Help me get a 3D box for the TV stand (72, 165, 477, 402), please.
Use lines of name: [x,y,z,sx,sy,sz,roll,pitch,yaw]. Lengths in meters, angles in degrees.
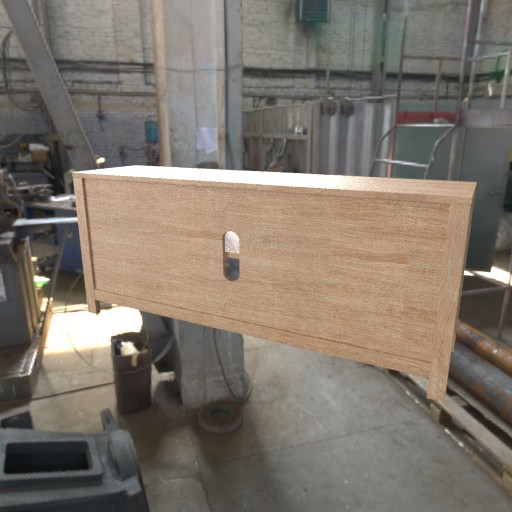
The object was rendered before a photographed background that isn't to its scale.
TV stand: [0.000,0.000,1.719,1.466,0.610,0.398,8,18,26]
